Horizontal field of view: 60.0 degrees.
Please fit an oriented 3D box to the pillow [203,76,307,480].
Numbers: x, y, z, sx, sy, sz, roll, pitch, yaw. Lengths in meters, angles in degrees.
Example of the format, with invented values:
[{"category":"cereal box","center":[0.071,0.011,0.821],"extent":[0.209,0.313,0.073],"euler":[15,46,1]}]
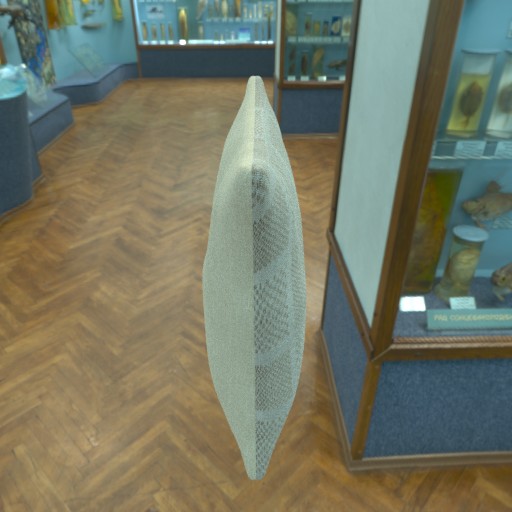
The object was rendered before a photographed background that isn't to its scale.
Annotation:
[{"category":"pillow","center":[0.000,0.000,0.657],"extent":[0.138,0.432,0.436],"euler":[0,32,0]}]
